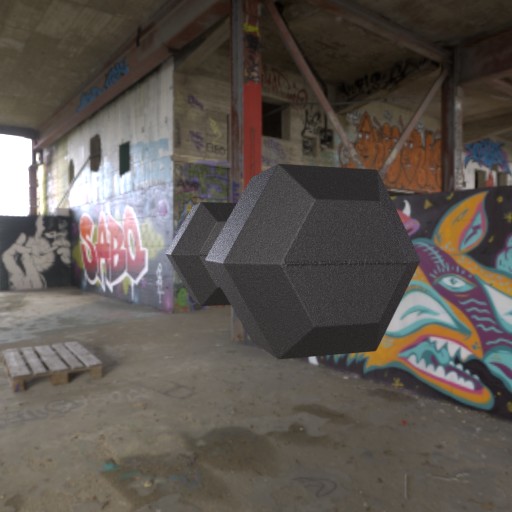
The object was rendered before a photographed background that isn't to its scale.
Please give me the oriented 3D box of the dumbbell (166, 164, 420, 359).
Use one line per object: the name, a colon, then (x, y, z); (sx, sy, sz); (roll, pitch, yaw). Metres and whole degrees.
dumbbell: (0.000, 0.000, 0.359); (0.116, 0.101, 0.297); (0, 1, -18)
